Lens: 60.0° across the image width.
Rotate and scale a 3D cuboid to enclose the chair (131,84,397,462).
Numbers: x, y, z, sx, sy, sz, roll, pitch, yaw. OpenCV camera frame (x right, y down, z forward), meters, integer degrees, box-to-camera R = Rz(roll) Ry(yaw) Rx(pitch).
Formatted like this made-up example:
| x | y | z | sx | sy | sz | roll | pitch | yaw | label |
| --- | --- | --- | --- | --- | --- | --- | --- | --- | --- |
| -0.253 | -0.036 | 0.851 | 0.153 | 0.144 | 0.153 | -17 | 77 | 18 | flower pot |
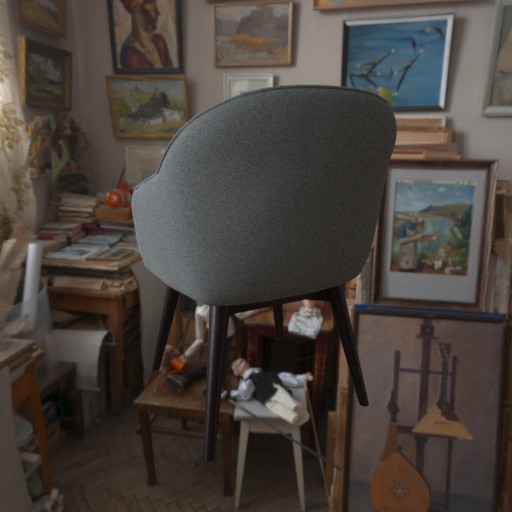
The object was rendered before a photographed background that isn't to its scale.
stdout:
| x | y | z | sx | sy | sz | roll | pitch | yaw | label |
| --- | --- | --- | --- | --- | --- | --- | --- | --- | --- |
| 0.000 | 0.000 | 1.197 | 0.589 | 0.810 | 0.611 | -8 | 17 | -27 | chair |
